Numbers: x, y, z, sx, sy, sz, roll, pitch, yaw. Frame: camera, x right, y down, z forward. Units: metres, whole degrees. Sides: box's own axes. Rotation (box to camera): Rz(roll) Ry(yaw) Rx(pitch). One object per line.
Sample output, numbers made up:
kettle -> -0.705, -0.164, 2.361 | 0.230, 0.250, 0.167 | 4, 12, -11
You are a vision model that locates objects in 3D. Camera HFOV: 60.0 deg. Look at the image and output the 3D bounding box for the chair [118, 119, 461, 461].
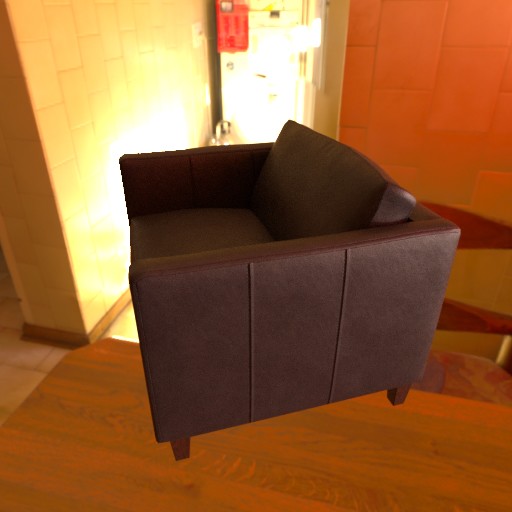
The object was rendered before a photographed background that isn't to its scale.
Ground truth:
chair -> 0.000, 0.000, 1.557 | 0.862, 0.811, 0.939 | -8, 31, -14
